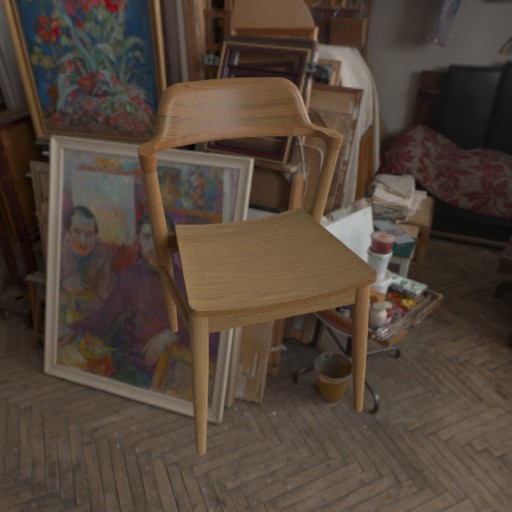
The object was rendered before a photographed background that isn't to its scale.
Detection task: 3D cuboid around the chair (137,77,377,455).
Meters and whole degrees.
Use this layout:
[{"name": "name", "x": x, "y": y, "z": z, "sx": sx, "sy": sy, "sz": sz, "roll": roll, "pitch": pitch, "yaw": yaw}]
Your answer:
[{"name": "chair", "x": 0.000, "y": 0.000, "z": 1.149, "sx": 0.512, "sy": 0.792, "sz": 0.499, "roll": -9, "pitch": 32, "yaw": -15}]
